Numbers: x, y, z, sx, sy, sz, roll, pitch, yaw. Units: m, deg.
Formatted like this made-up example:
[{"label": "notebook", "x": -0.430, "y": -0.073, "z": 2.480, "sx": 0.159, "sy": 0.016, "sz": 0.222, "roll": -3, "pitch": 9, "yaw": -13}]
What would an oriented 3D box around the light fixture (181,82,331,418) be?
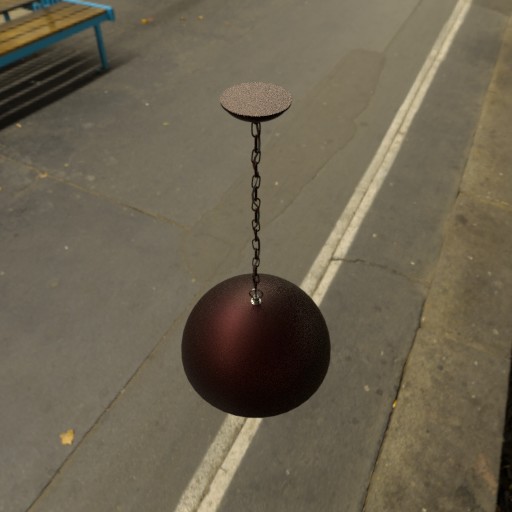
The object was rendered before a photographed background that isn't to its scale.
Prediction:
[{"label": "light fixture", "x": 0.000, "y": 0.000, "z": 1.165, "sx": 0.492, "sy": 0.869, "sz": 0.492, "roll": 4, "pitch": 46, "yaw": 4}]
